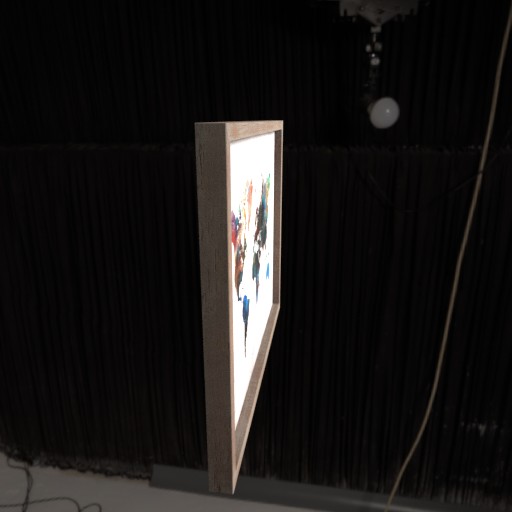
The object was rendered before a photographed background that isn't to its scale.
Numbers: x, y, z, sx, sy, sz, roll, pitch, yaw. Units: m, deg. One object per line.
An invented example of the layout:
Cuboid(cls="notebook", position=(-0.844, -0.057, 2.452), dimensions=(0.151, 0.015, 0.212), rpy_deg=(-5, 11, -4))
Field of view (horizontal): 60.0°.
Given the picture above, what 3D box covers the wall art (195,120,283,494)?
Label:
Cuboid(cls="wall art", position=(0.000, 0.000, 1.736), dimensions=(0.070, 1.009, 1.320), rpy_deg=(3, 17, 8))
